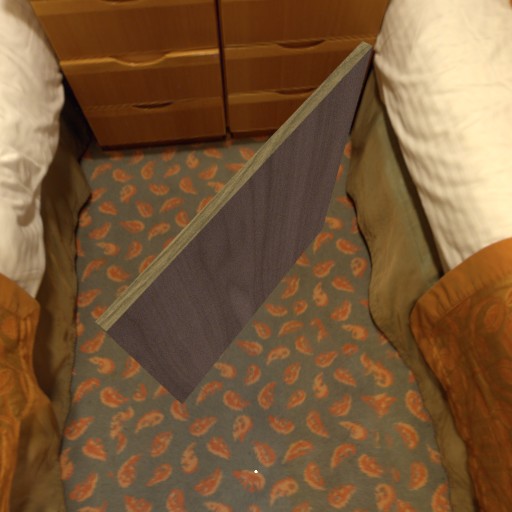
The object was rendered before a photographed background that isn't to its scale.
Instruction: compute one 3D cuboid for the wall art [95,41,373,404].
[{"bbox_3d":[0.000,0.000,0.750,0.016,0.507,0.508,34,69,15],"label":"wall art"}]
